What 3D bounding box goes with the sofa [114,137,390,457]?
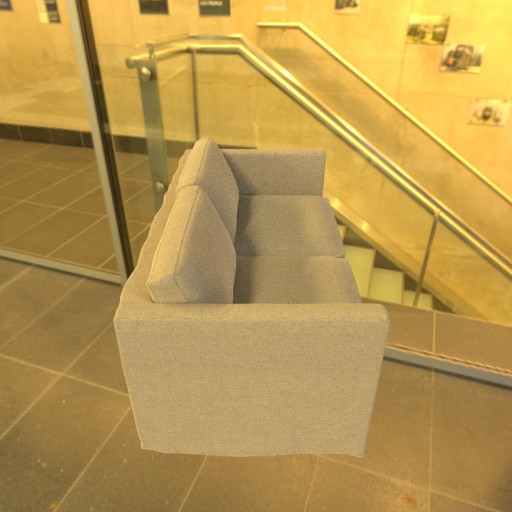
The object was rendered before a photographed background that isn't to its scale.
[{"bbox_3d":[0.000,0.000,2.327,0.956,0.828,1.766,0,32,0],"label":"sofa"}]
